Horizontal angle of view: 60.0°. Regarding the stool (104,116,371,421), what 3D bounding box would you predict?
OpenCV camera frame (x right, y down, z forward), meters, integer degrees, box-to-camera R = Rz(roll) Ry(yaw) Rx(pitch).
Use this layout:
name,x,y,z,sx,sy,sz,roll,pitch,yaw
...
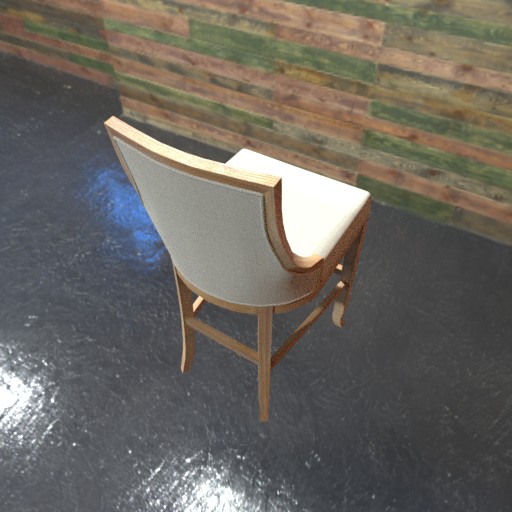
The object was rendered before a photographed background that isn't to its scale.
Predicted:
name,x,y,z,sx,sy,sz,roll,pitch,yaw
stool,0.000,0.000,1.451,0.524,1.101,0.626,24,51,22
